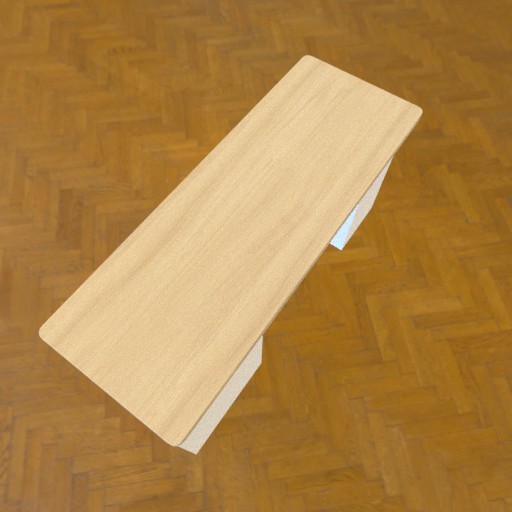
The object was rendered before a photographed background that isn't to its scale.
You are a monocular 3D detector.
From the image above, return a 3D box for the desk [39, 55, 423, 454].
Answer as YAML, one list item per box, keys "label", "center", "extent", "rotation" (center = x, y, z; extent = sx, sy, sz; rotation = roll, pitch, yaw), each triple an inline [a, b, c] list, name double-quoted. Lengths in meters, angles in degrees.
- label: "desk"
  center: [0.000, 0.000, 1.863]
  extent: [0.550, 0.755, 1.500]
  rotation: [33, 68, 15]
